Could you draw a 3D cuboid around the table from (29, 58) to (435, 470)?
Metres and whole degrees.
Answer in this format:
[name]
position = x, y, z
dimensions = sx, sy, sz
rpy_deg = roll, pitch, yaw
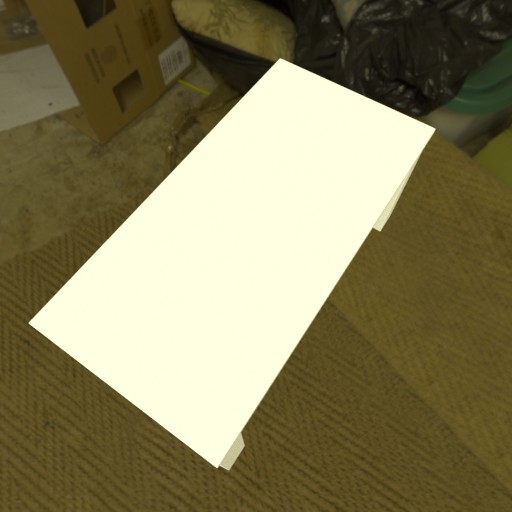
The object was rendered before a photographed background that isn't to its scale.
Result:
[table]
position = 0.000, 0.000, 2.283
dimensions = 0.900, 0.790, 1.800
rpy_deg = 31, 67, 15
